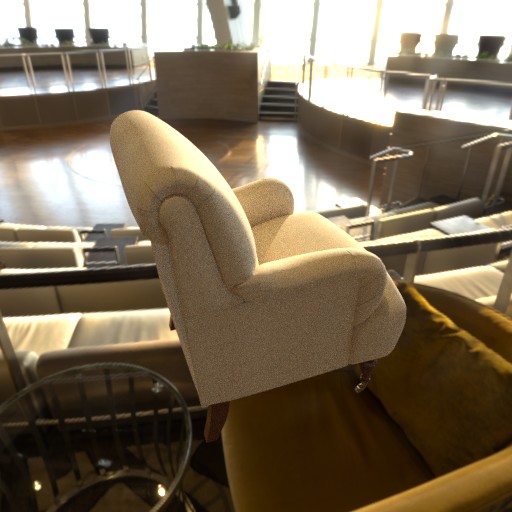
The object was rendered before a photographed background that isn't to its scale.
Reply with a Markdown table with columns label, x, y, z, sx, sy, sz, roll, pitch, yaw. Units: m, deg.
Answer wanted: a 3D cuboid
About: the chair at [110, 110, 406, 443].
| label | x | y | z | sx | sy | sz | roll | pitch | yaw |
| --- | --- | --- | --- | --- | --- | --- | --- | --- | --- |
| chair | 0.000 | 0.000 | 1.571 | 0.842 | 0.944 | 0.766 | -10 | 31 | -18 |
